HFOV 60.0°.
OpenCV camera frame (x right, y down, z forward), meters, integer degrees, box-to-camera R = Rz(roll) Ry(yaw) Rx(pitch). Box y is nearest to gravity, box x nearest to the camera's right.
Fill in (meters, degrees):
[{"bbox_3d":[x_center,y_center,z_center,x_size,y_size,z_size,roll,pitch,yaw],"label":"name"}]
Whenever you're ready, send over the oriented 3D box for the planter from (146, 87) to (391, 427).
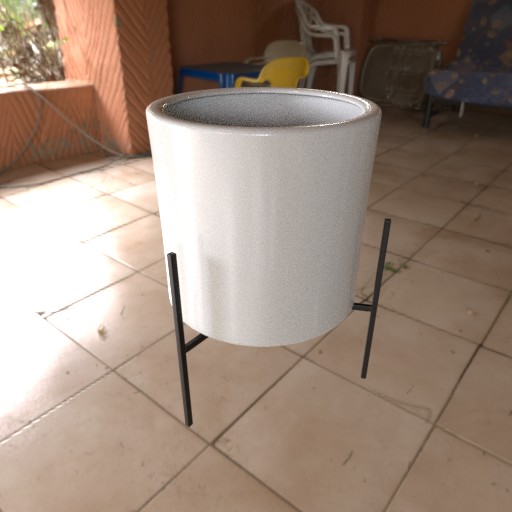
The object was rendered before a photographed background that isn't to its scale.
[{"bbox_3d":[0.000,0.000,0.733,0.360,0.480,0.361,21,35,33],"label":"planter"}]
